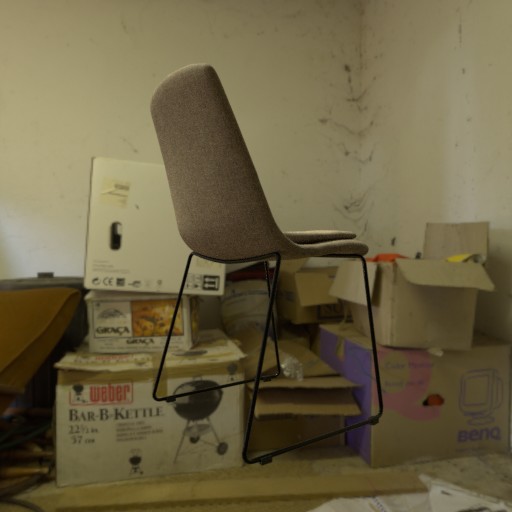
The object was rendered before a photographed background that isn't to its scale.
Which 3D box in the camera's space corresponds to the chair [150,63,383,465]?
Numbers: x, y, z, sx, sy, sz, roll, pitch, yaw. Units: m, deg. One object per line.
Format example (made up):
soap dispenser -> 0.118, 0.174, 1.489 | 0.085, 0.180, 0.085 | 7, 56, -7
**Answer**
chair -> 0.000, 0.000, 1.195 | 0.518, 0.858, 0.479 | -1, 1, -36
